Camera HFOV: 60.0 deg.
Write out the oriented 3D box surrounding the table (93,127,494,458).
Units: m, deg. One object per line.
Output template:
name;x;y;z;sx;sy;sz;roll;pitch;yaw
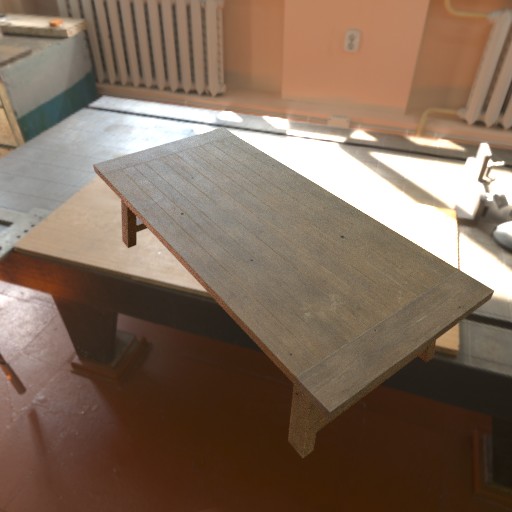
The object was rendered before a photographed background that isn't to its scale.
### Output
table;0.000;0.000;2.123;0.820;0.465;1.800;-25;45;-27
